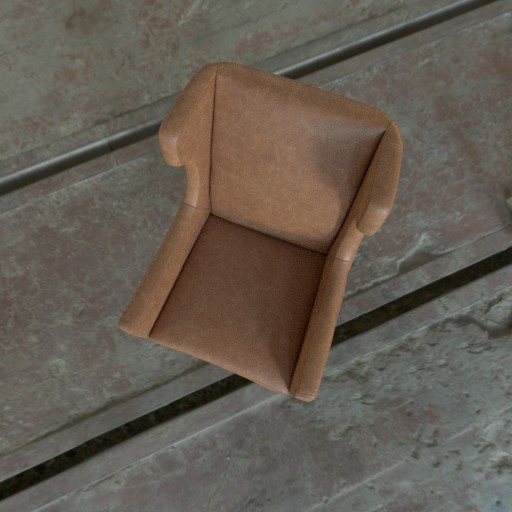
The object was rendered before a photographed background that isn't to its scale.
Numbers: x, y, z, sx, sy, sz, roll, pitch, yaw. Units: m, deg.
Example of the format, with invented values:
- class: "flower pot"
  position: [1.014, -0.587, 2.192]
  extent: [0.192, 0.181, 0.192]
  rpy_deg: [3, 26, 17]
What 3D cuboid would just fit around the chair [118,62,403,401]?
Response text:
- class: "chair"
  position: [0.000, 0.000, 1.709]
  extent: [0.766, 1.079, 0.899]
  rpy_deg: [20, 76, 5]
